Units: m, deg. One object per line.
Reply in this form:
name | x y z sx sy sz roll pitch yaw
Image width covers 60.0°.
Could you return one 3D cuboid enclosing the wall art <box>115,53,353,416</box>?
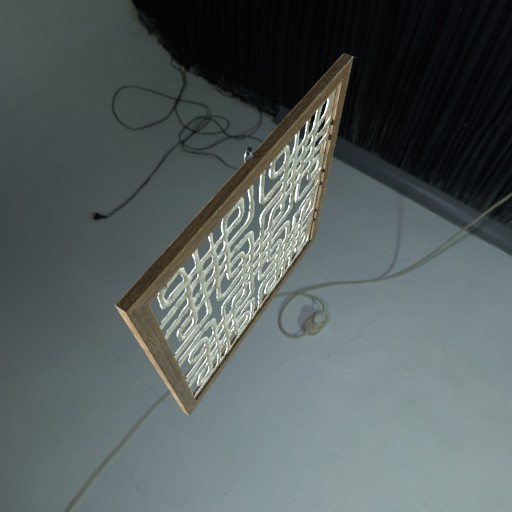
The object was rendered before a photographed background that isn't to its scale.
wall art | 0.000 0.000 0.856 0.021 0.582 0.561 30 63 17
